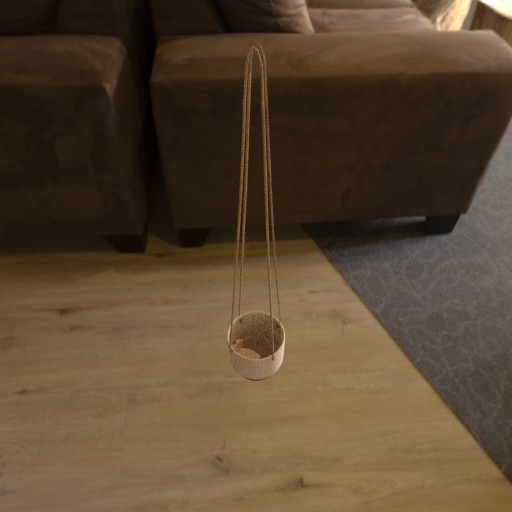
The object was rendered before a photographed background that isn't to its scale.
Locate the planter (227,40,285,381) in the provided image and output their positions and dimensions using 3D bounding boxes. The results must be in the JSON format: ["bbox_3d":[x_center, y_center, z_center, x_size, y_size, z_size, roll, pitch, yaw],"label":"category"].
[{"bbox_3d":[0.000,0.000,0.901,0.146,0.841,0.146,8,47,8],"label":"planter"}]
